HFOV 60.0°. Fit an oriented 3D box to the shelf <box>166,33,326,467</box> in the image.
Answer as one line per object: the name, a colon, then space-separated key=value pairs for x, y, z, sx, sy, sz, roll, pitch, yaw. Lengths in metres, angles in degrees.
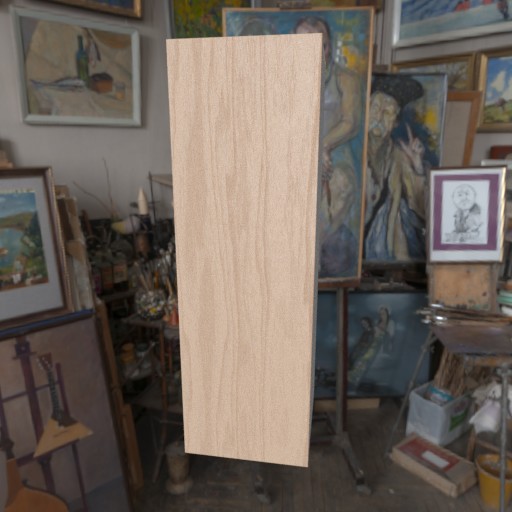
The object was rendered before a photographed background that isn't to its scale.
shelf: x=0.000 y=0.000 z=1.060 sx=0.290 sy=0.900 sz=0.300 roll=2 pitch=14 yaw=9
